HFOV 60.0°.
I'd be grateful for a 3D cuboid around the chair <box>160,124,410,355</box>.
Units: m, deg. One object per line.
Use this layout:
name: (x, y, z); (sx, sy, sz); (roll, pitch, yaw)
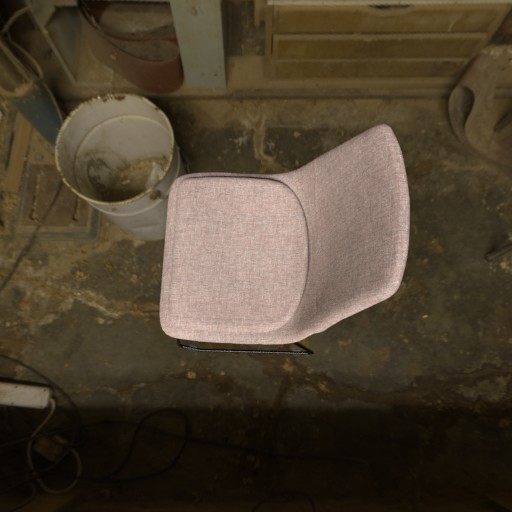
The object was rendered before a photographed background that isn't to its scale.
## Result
chair: (0.000, 0.000, 1.153); (0.518, 0.858, 0.479); (2, 76, 0)
